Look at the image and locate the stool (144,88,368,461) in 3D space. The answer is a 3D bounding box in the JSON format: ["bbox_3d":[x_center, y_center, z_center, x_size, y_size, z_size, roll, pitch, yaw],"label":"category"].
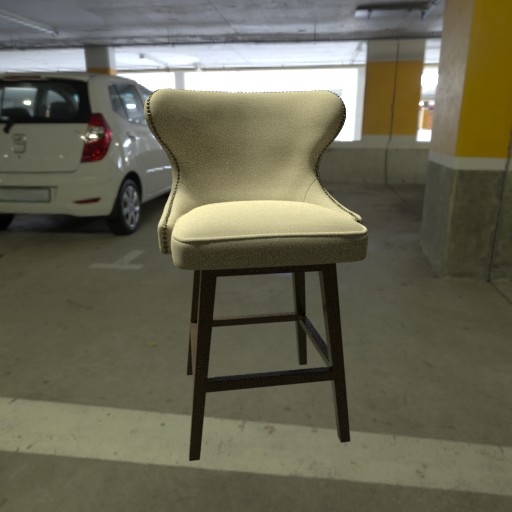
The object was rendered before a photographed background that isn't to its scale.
[{"bbox_3d":[0.000,0.000,1.334,0.615,0.972,0.597,-3,17,-9],"label":"stool"}]
